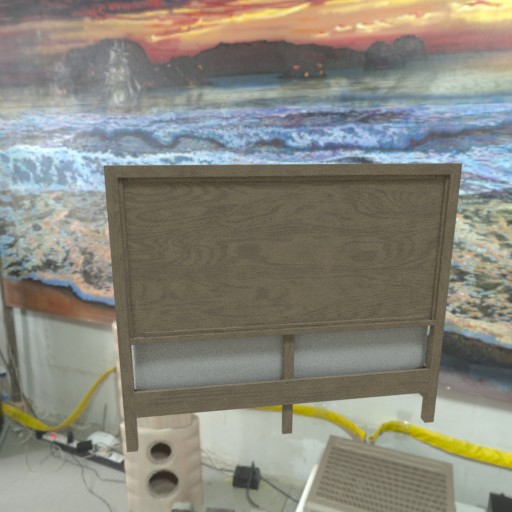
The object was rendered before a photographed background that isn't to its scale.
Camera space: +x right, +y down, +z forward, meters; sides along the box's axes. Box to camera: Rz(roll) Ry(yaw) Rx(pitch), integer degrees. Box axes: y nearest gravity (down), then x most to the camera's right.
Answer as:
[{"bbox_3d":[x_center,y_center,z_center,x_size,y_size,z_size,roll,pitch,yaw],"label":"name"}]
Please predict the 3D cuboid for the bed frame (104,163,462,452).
[{"bbox_3d":[0.000,0.000,3.160,1.606,1.369,2.189,-2,14,-8],"label":"bed frame"}]
